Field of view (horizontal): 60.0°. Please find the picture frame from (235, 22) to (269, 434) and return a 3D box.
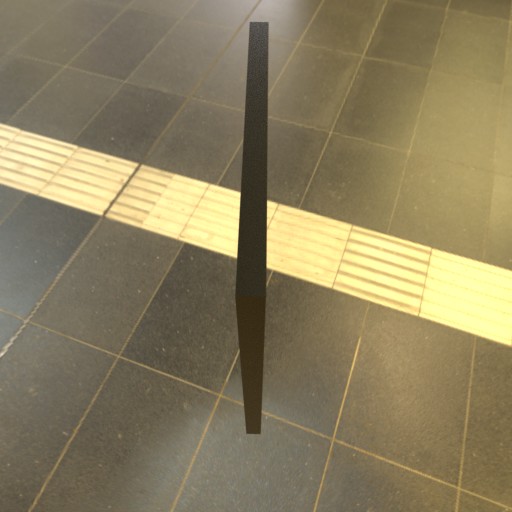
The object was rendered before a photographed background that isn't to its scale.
[{"bbox_3d":[0.000,0.000,0.758,0.028,0.556,0.460,1,56,1],"label":"picture frame"}]
